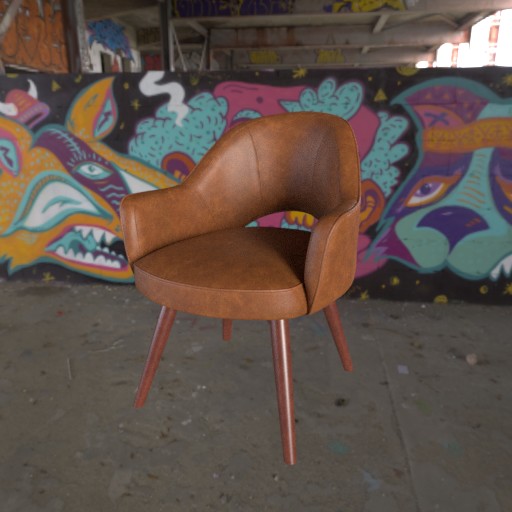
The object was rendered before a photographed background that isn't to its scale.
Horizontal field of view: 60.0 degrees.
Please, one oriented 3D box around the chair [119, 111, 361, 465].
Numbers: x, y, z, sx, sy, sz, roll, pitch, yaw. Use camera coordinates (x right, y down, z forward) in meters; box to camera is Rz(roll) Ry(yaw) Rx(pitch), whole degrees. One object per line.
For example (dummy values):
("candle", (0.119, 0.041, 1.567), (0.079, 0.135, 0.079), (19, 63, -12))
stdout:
("chair", (0.000, 0.000, 1.211), (0.591, 0.777, 0.640), (8, 18, 27))
